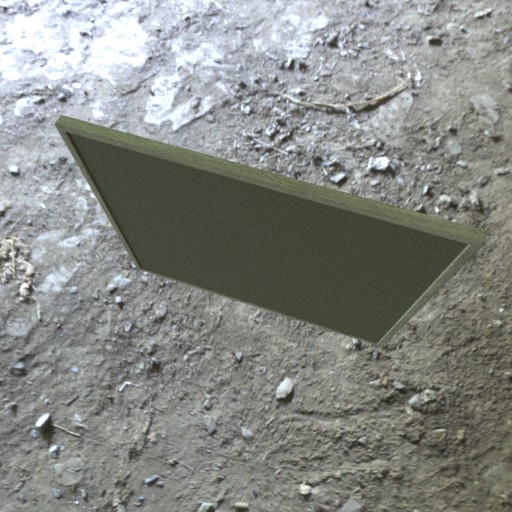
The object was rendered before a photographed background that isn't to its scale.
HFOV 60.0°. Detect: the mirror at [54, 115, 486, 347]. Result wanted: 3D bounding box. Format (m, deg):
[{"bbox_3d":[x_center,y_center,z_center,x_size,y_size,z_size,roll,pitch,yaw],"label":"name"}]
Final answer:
[{"bbox_3d":[0.000,0.000,1.132,0.839,0.689,0.028,17,65,8],"label":"mirror"}]
